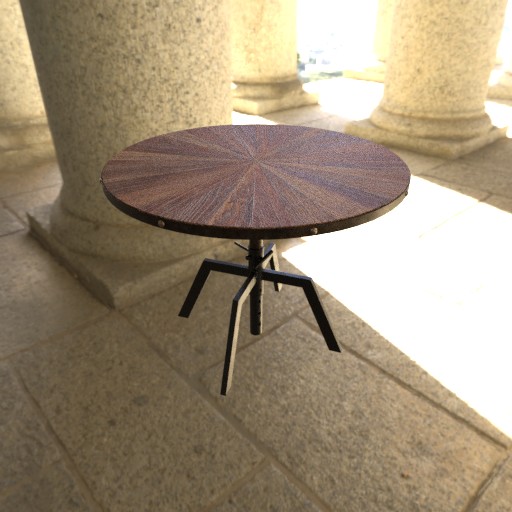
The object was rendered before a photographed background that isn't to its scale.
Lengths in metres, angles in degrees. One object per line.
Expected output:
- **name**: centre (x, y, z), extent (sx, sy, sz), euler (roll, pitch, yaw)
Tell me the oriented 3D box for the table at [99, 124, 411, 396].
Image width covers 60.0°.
- **table**: centre (0.000, 0.000, 1.486), extent (0.885, 0.658, 0.885), euler (0, 31, 0)
